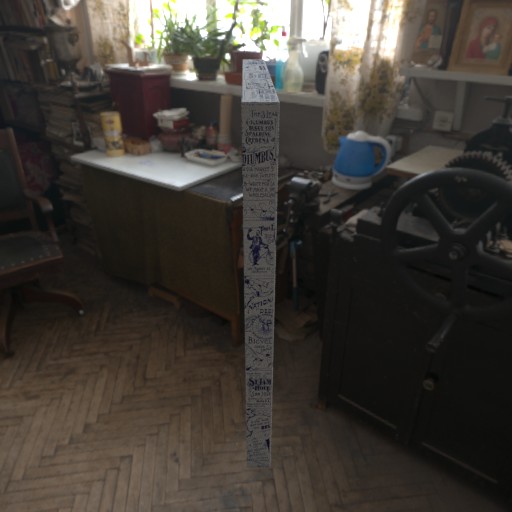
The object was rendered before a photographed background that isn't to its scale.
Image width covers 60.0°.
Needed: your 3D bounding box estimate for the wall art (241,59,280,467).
[{"bbox_3d":[0.000,0.000,0.492,0.025,0.376,0.255,-1,30,-1],"label":"wall art"}]
